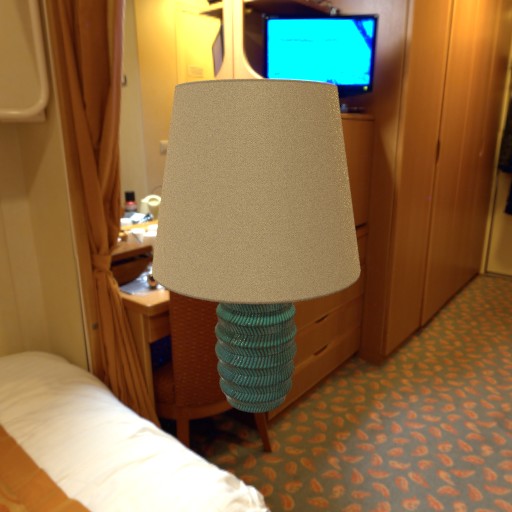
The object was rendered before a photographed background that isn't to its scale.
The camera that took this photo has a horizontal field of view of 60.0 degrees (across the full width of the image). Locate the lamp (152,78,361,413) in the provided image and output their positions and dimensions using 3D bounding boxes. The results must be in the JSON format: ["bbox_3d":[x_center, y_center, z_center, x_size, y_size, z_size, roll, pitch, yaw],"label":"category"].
[{"bbox_3d":[0.000,0.000,0.549,0.254,0.392,0.254,0,16,0],"label":"lamp"}]
